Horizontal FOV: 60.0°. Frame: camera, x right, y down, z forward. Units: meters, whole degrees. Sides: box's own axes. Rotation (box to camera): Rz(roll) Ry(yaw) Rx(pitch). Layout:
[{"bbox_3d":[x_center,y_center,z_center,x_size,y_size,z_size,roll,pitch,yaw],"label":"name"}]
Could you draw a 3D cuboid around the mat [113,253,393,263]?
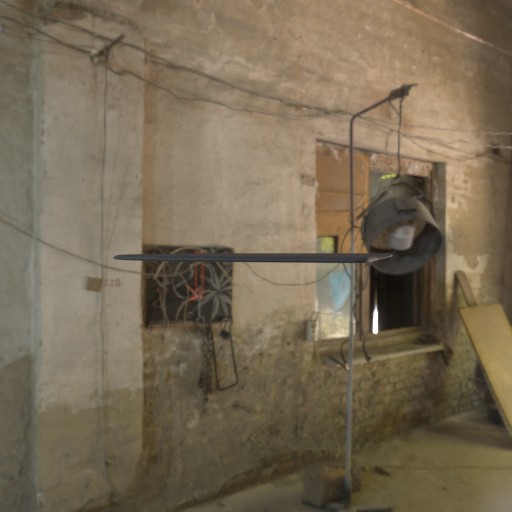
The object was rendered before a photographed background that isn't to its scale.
[{"bbox_3d":[0.000,0.000,1.624,0.917,0.016,1.220,0,1,19],"label":"mat"}]
